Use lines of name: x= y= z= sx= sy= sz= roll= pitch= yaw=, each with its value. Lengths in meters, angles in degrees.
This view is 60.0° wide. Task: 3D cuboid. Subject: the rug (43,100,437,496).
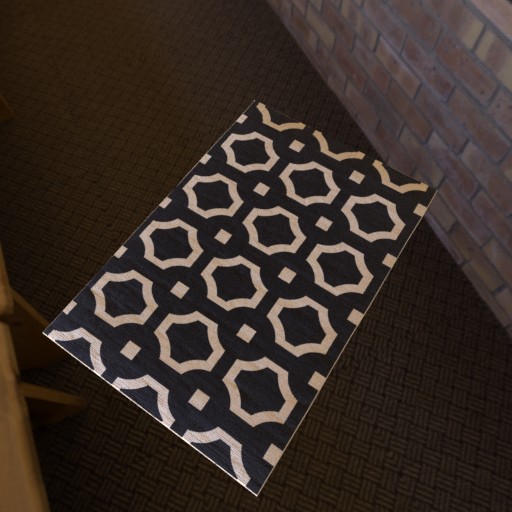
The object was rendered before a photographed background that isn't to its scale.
rug: x=0.000 y=0.000 z=2.894 sx=1.555 sy=0.016 sz=2.286 roll=31 pitch=67 yaw=14
